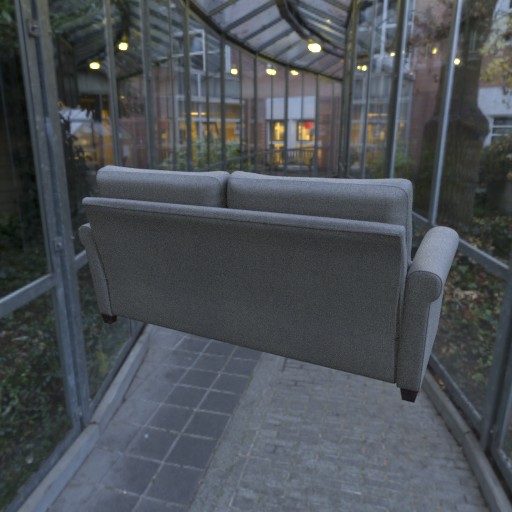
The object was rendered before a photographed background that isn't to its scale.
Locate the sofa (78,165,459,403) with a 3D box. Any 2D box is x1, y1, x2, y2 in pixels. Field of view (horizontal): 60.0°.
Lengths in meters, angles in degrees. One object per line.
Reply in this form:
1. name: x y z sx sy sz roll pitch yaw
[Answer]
1. sofa: 0.000 0.000 2.394 1.935 0.942 0.842 8 17 26
